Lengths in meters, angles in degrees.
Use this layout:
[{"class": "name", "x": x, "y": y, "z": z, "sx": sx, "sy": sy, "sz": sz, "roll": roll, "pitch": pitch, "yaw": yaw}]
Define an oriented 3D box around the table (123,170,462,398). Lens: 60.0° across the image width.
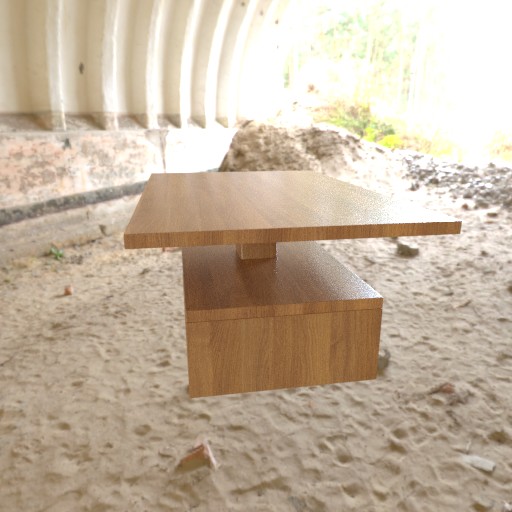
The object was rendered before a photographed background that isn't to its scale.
[{"class": "table", "x": 0.000, "y": 0.000, "z": 1.470, "sx": 0.700, "sy": 0.442, "sz": 1.100, "roll": -3, "pitch": 17, "yaw": -10}]
